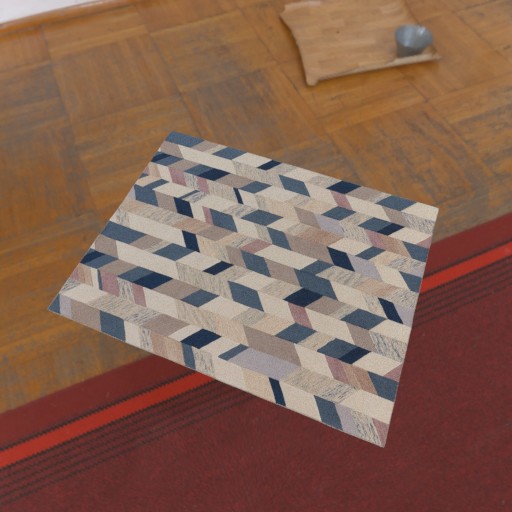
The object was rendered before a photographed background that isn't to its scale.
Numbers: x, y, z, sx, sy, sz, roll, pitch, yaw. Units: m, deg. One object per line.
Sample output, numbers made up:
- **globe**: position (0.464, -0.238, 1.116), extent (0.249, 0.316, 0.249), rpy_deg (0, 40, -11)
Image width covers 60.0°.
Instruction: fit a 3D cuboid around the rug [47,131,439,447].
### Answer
- **rug**: position (0.000, 0.000, 4.252), extent (3.072, 0.011, 2.451), rpy_deg (19, 61, 11)
